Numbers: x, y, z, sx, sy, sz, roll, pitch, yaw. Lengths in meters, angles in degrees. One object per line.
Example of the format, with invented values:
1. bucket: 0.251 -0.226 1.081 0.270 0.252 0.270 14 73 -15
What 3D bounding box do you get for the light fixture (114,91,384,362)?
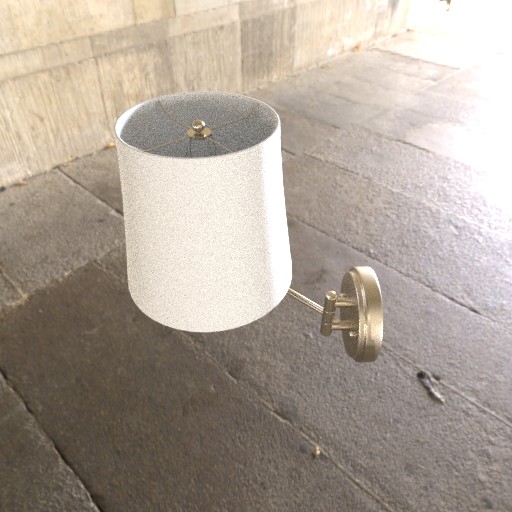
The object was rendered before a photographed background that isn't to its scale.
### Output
1. light fixture: 0.000 0.000 0.598 0.348 0.381 0.223 -1 40 -1
